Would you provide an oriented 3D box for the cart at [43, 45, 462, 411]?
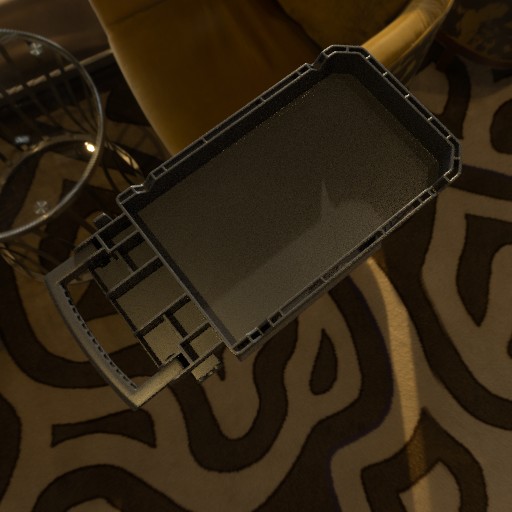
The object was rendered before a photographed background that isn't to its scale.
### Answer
[{"bbox_3d":[0.000,0.000,1.524,1.061,0.884,0.497,-38,79,-9],"label":"cart"}]
